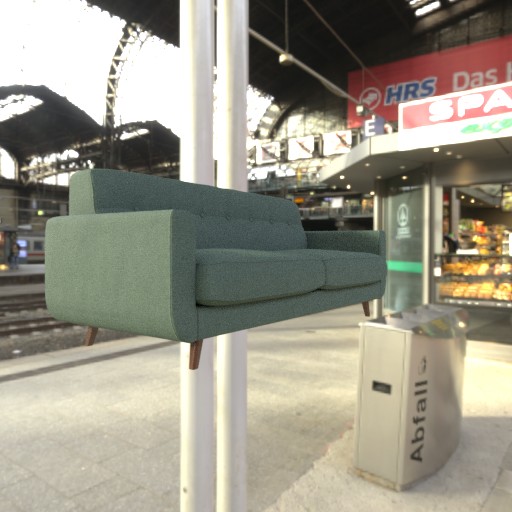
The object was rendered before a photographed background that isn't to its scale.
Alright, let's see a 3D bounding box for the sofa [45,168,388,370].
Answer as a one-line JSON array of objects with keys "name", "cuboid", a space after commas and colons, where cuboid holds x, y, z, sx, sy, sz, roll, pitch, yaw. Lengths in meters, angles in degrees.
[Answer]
[{"name": "sofa", "cuboid": [0.000, 0.000, 2.562, 0.909, 0.841, 2.029, 1, 1, 37]}]
